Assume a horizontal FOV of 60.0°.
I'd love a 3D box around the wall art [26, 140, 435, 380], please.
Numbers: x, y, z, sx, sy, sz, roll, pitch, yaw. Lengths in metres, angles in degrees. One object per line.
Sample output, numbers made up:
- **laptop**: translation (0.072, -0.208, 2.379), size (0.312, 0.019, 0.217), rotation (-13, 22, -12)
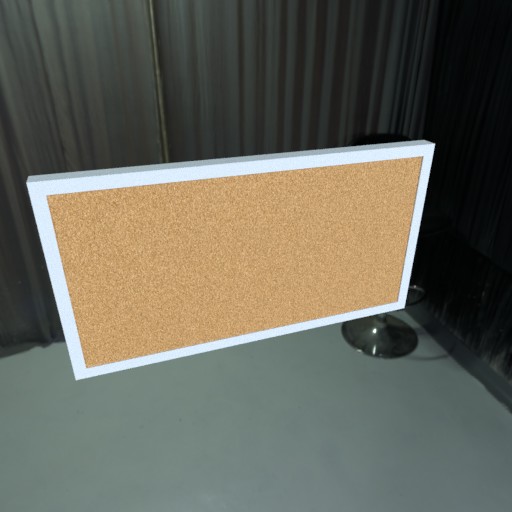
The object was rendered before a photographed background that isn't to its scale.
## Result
- **wall art**: translation (0.000, 0.000, 0.962), size (0.812, 0.431, 0.038), rotation (-9, 29, -17)
